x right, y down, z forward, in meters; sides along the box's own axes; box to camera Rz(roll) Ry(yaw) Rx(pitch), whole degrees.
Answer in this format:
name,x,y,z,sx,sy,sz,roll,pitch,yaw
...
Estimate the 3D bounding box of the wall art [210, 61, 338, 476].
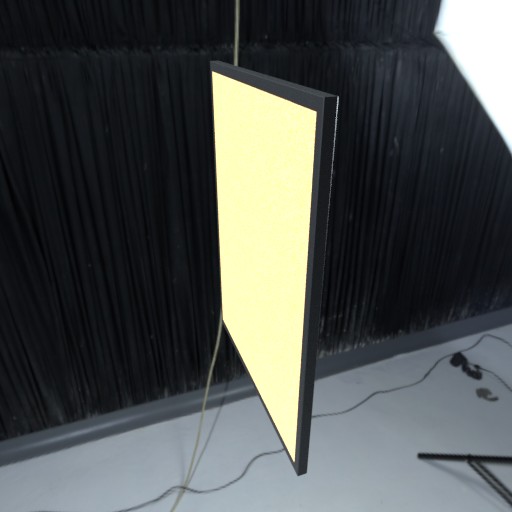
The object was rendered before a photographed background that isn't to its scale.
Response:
name,x,y,z,sx,sy,sz,roll,pitch,yaw
wall art,0.000,0.000,1.342,0.030,1.027,0.774,-10,30,-18
